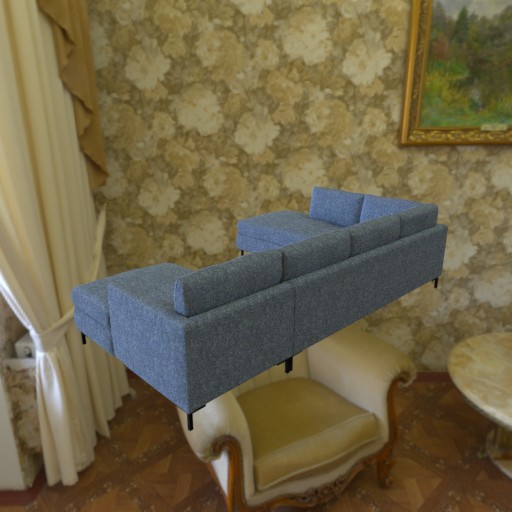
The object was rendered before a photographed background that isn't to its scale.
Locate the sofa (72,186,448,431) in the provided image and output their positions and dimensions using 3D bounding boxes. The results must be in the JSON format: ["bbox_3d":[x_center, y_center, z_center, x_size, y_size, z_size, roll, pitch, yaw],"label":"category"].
[{"bbox_3d":[0.000,0.000,3.519,2.737,0.756,1.879,-17,24,-41],"label":"sofa"}]
